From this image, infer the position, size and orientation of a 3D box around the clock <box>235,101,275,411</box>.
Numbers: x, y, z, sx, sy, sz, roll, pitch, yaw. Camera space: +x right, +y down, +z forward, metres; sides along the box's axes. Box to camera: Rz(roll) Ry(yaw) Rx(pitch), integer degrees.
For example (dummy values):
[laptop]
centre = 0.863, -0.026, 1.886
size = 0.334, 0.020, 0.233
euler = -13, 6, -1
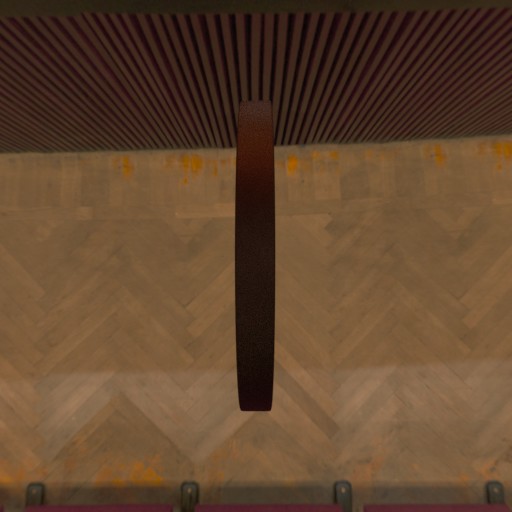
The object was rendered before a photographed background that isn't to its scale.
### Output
[clock]
centre = 0.000, 0.000, 0.474
size = 0.029, 0.314, 0.314
euler = 0, 89, 0
